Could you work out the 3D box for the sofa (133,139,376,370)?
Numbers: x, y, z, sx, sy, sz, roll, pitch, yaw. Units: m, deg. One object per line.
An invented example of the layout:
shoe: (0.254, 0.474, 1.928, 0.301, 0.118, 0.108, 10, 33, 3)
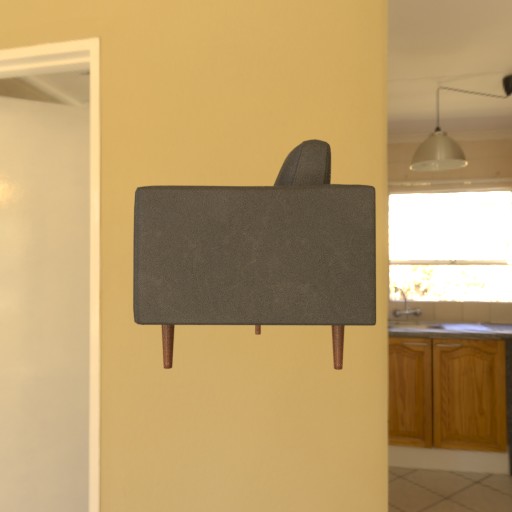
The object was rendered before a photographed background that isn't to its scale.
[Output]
sofa: (0.000, 0.000, 2.551, 0.879, 0.899, 2.029, 0, -1, 1)
